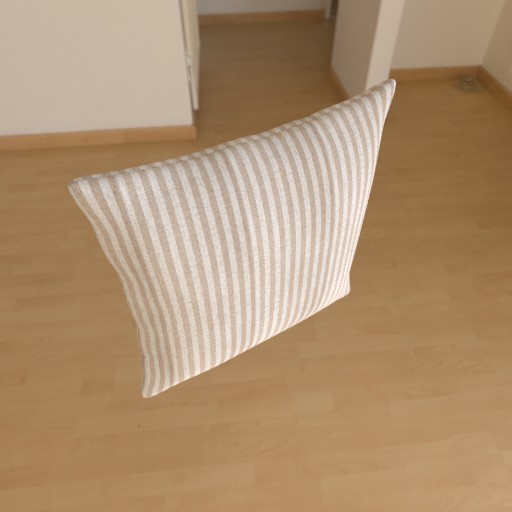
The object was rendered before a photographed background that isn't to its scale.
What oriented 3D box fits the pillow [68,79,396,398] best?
[{"bbox_3d":[0.000,0.000,0.783,0.523,0.510,0.166,-24,51,-22],"label":"pillow"}]
